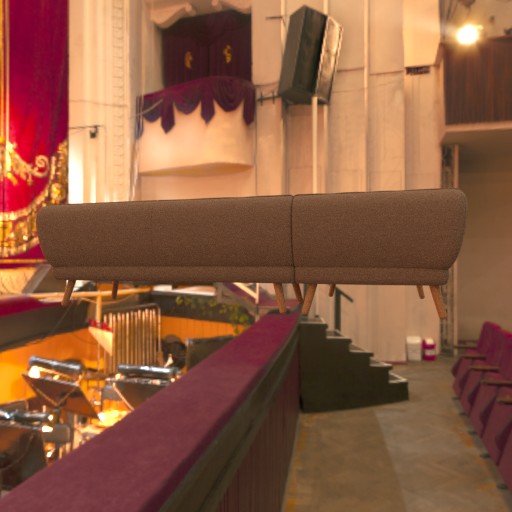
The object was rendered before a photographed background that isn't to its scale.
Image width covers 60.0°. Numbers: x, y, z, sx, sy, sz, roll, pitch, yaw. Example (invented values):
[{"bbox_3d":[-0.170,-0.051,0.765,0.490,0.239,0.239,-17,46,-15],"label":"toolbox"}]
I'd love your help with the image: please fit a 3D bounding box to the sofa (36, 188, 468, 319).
[{"bbox_3d":[0.000,0.000,3.306,2.653,0.693,1.532,0,-1,16],"label":"sofa"}]
